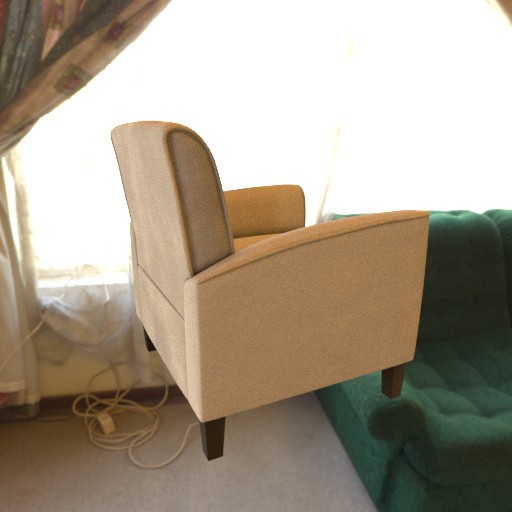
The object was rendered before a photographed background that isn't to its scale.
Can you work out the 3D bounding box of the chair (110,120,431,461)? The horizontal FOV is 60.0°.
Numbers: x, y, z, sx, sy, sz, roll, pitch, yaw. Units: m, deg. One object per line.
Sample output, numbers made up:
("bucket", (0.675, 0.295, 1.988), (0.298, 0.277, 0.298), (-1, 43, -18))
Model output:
("chair", (0.000, 0.000, 1.574), (0.821, 0.915, 0.820), (-8, 18, -25))
